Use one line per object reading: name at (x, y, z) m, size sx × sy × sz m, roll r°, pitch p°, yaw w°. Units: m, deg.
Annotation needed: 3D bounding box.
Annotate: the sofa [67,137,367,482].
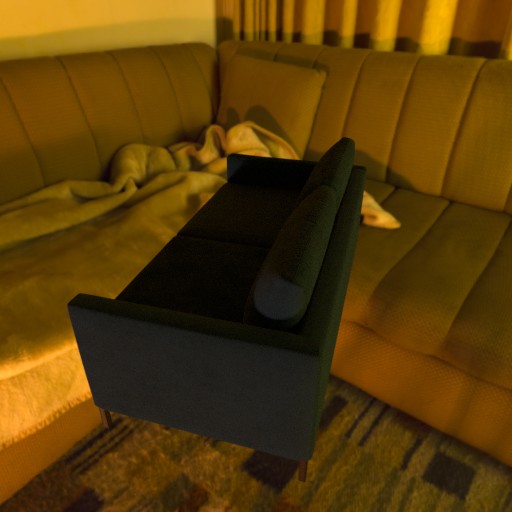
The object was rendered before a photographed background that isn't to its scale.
sofa at (0.000, 0.000, 2.136) m, size 0.875 × 0.817 × 1.676 m, roll 9°, pitch 32°, yaw 14°
